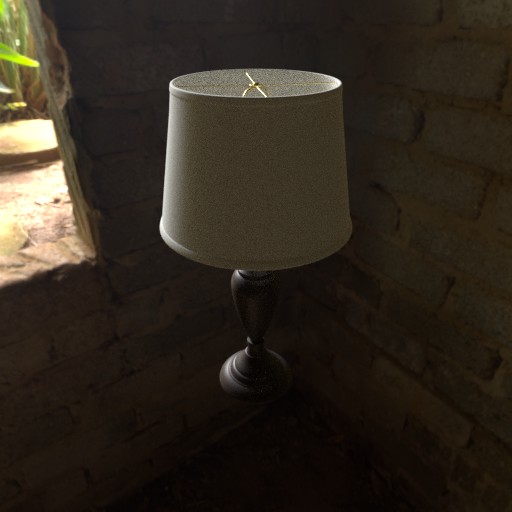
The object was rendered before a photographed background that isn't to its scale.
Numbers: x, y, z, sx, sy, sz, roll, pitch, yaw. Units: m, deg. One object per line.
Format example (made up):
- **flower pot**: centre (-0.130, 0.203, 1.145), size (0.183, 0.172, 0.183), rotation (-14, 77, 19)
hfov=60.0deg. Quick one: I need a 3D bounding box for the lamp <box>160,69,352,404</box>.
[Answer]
- **lamp**: centre (0.000, 0.000, 0.822), size (0.335, 0.611, 0.335), rotation (0, 30, 0)
